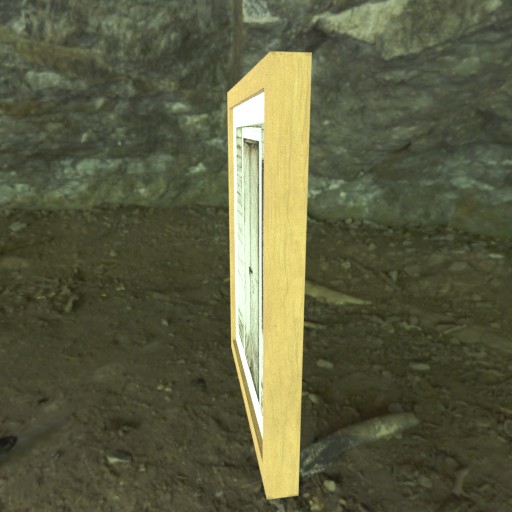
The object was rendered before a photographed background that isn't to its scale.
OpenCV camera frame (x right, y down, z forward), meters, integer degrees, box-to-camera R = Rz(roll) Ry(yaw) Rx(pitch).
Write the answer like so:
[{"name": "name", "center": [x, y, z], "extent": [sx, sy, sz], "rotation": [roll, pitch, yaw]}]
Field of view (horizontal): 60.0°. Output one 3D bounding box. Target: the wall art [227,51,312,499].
[{"name": "wall art", "center": [0.000, 0.000, 0.509], "extent": [0.030, 0.380, 0.312], "rotation": [-2, 15, -9]}]
